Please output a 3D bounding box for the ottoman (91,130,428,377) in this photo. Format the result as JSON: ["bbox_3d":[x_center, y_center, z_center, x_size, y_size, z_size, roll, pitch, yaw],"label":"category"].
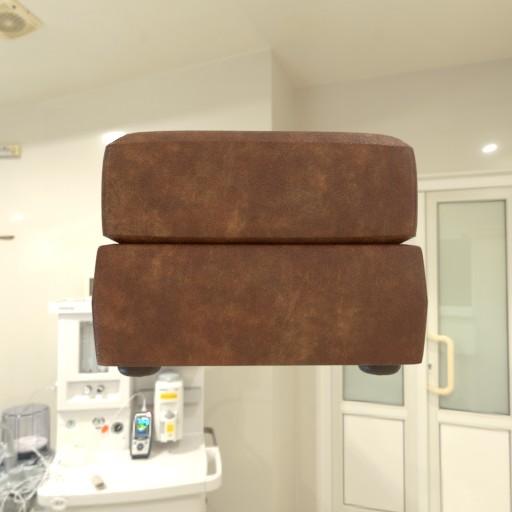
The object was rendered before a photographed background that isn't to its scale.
[{"bbox_3d":[0.000,0.000,1.147,0.603,0.476,0.751,0,-2,-2],"label":"ottoman"}]
